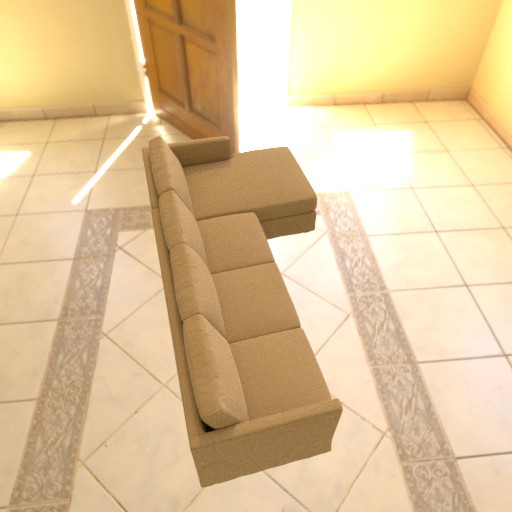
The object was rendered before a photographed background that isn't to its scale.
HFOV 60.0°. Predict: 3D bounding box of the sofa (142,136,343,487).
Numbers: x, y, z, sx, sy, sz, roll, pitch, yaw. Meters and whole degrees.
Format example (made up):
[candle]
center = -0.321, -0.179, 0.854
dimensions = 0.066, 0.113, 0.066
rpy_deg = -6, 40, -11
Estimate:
[sofa]
center = 0.000, 0.000, 3.850
dimensions = 1.622, 0.867, 3.177
rpy_deg = -11, 47, -10
